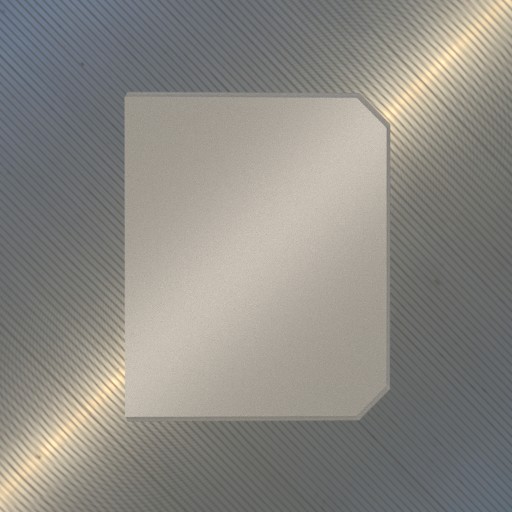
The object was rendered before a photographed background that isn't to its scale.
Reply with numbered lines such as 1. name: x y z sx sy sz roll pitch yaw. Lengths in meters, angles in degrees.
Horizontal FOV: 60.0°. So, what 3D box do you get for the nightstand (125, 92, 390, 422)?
1. nightstand: 0.000 0.000 0.911 0.348 0.680 0.435 0 90 -1
